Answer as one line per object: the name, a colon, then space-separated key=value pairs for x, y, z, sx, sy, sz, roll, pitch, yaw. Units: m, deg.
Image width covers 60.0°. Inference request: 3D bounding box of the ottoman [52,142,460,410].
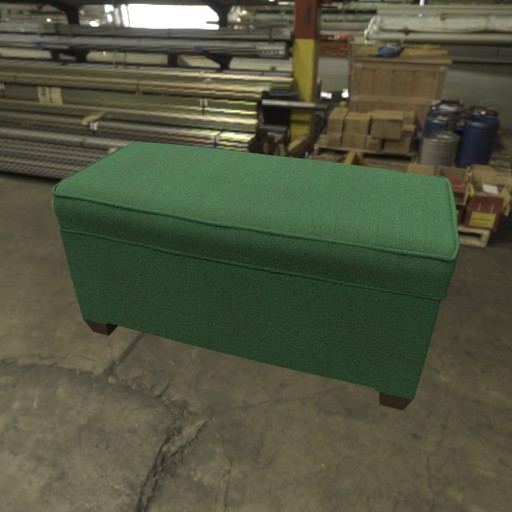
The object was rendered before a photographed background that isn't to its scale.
ottoman: x=0.000 y=0.000 z=1.234 sx=0.957 sy=0.471 sz=0.483 roll=10 pitch=33 yaw=16
